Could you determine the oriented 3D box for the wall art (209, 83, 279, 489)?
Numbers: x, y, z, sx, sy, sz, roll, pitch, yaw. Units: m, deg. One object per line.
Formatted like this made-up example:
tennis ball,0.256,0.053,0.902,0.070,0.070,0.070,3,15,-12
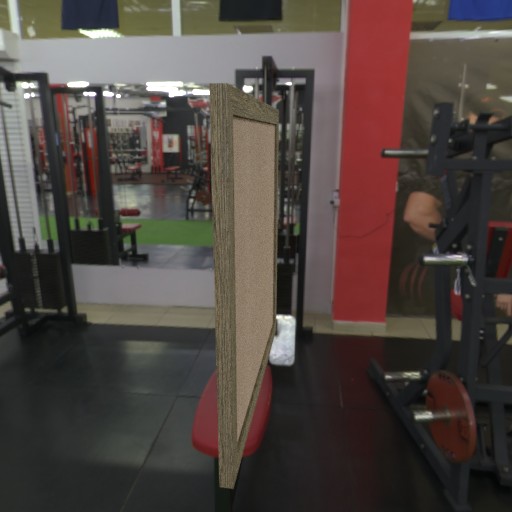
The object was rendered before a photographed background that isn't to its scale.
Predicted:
wall art,0.000,0.000,0.769,0.019,0.508,0.508,2,15,9
